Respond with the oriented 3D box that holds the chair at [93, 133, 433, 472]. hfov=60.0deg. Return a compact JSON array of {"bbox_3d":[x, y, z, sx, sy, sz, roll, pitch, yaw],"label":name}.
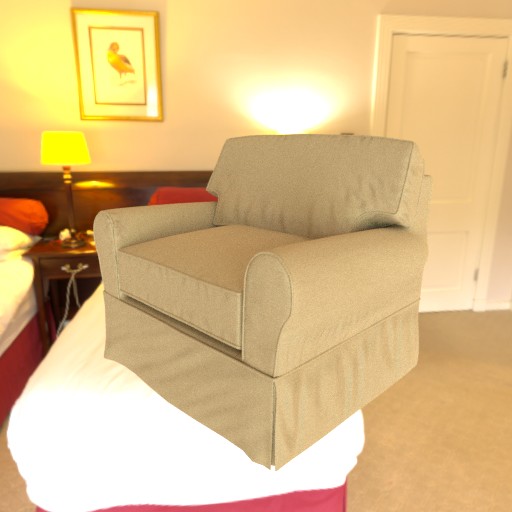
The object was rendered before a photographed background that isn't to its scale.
[{"bbox_3d":[0.000,0.000,1.763,0.903,0.937,1.096,-15,21,-43],"label":"chair"}]
